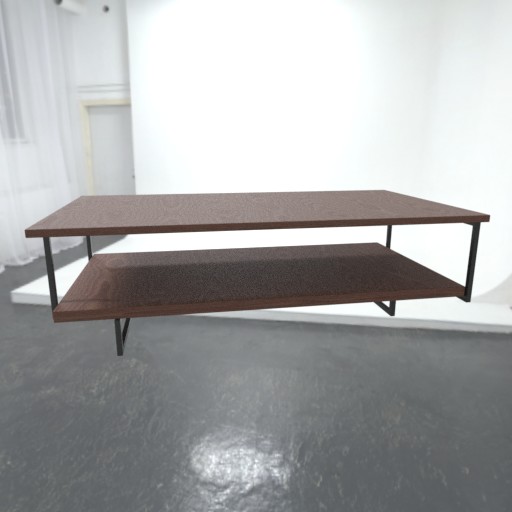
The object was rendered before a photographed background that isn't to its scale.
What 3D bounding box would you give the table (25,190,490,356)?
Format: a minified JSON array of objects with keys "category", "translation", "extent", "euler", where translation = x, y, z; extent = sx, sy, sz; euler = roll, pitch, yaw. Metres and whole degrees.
[{"category":"table","translation":[0.000,0.000,1.473],"extent":[1.197,0.347,0.651],"euler":[-3,15,-10]}]
